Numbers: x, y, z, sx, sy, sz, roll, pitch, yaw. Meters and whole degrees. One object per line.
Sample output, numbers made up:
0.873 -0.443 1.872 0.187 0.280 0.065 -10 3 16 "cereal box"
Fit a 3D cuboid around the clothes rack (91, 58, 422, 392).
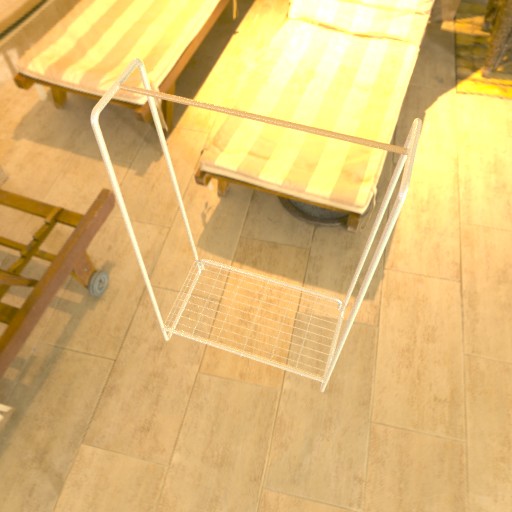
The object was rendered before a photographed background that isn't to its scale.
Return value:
0.000 0.000 1.881 0.900 1.500 0.495 16 59 10 "clothes rack"
